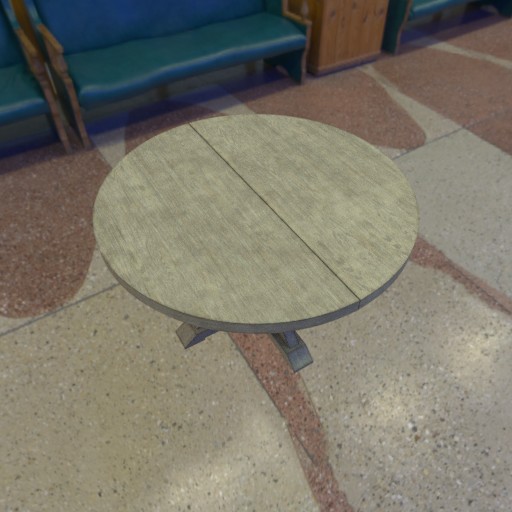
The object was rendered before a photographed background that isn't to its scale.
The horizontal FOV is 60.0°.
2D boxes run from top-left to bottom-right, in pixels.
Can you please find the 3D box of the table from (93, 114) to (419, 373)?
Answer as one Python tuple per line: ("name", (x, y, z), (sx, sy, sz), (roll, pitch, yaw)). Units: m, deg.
("table", (0.000, 0.000, 2.183), (1.363, 0.781, 1.363), (0, 46, 0))
